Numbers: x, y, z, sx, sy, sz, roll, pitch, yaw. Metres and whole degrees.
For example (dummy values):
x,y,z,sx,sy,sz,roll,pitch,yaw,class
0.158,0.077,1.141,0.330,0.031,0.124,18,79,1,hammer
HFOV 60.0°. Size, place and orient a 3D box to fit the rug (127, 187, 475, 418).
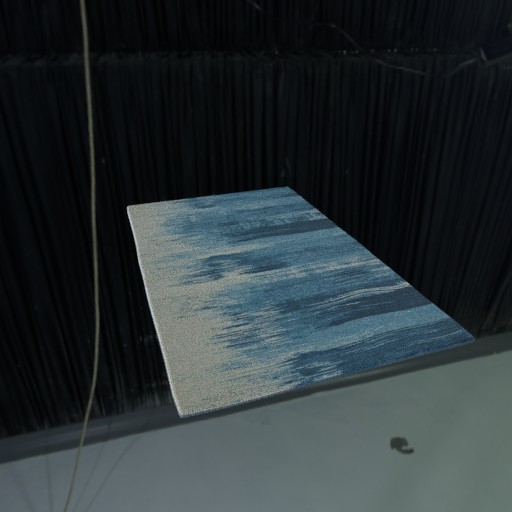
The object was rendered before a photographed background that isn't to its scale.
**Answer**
x,y,z,sx,sy,sz,roll,pitch,yaw,class
0.000,0.000,3.044,1.540,0.027,2.450,-9,30,-17,rug
